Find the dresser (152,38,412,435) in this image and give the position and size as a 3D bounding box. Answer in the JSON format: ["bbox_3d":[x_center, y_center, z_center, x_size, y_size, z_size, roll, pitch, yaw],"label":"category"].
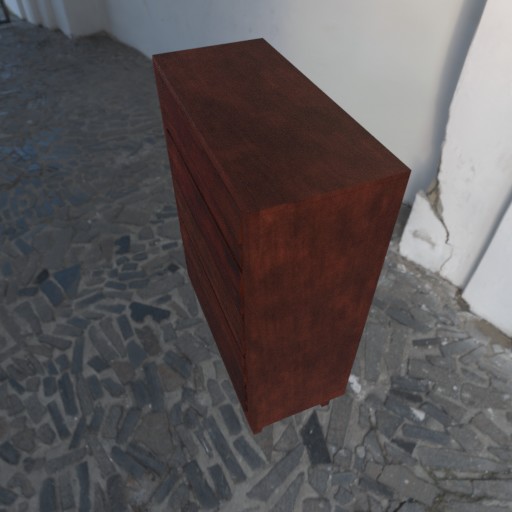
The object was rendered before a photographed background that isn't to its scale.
[{"bbox_3d":[0.000,0.000,2.064,0.506,1.514,1.072,-16,48,-15],"label":"dresser"}]
